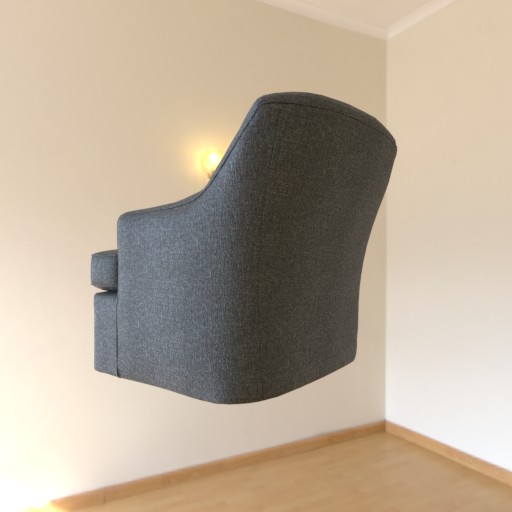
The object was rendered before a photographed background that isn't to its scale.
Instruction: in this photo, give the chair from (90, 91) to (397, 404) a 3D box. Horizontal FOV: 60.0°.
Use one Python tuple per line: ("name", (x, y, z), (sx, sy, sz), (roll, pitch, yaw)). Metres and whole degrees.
("chair", (0.000, 0.000, 1.597), (0.923, 0.856, 0.864), (0, 0, 36))
